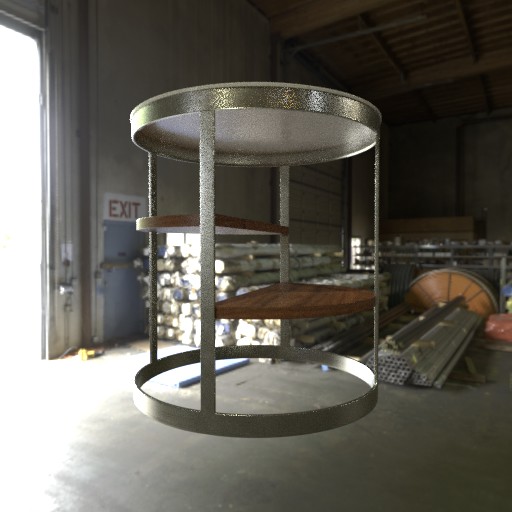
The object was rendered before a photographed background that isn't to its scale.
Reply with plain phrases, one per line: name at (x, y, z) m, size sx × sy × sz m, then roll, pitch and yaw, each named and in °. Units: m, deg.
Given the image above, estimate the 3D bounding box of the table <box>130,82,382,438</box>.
table at (0.000, 0.000, 0.751) m, size 0.407 × 0.447 × 0.407 m, roll 0°, pitch 1°, yaw 0°
